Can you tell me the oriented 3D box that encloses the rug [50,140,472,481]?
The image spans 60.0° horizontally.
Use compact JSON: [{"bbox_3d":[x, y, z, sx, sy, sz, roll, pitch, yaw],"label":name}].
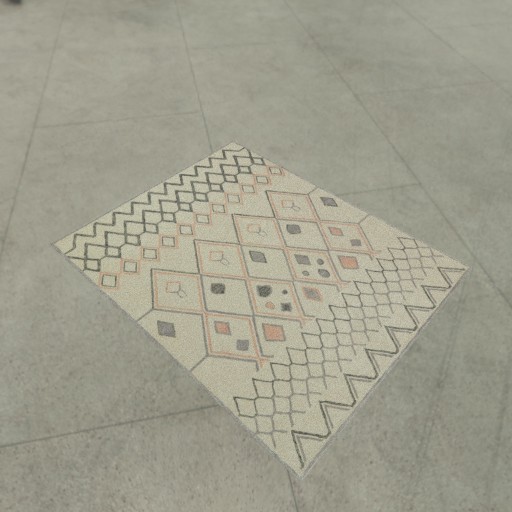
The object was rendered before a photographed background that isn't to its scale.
[{"bbox_3d":[0.000,0.000,4.082,3.050,0.016,2.441,34,56,28],"label":"rug"}]
